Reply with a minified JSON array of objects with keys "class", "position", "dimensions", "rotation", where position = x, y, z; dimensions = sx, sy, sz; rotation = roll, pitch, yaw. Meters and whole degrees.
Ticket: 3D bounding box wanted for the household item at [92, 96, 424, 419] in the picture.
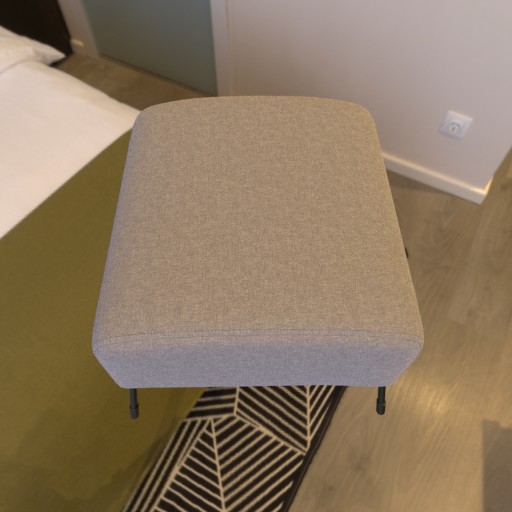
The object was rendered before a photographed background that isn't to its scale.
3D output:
[{"class":"household item","position":[0.000,0.000,0.888],"dimensions":[0.530,0.410,0.530],"rotation":[-1,57,-1]}]
